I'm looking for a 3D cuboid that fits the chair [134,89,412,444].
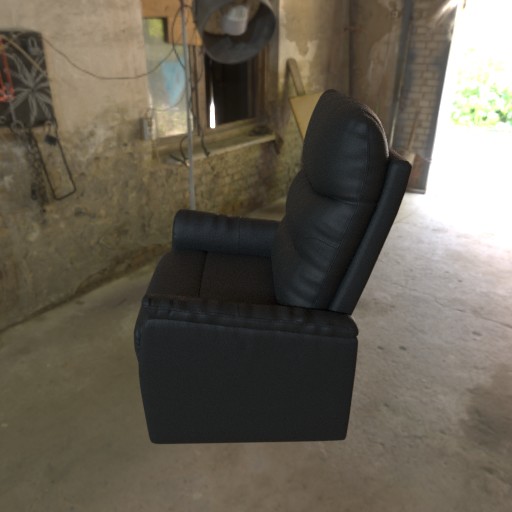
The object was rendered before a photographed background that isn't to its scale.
[{"bbox_3d":[0.000,0.000,1.590,0.831,1.082,0.775,-1,26,-1],"label":"chair"}]
